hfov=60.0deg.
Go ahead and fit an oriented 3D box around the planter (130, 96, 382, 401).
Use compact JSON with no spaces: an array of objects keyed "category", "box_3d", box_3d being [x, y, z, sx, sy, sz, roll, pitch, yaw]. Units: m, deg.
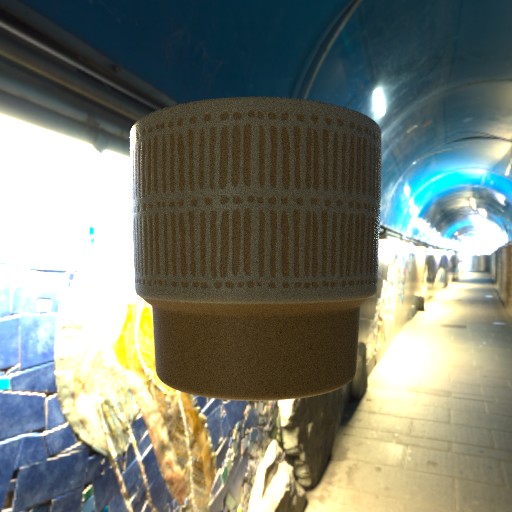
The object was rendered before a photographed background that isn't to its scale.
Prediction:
[{"category":"planter","box_3d":[0.000,0.000,0.579,0.317,0.303,0.317,0,-1,0]}]
